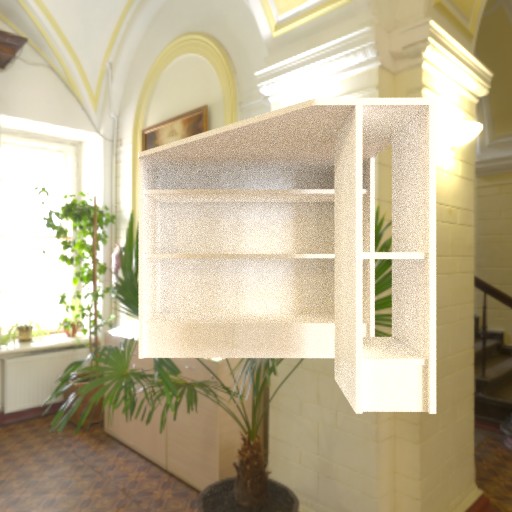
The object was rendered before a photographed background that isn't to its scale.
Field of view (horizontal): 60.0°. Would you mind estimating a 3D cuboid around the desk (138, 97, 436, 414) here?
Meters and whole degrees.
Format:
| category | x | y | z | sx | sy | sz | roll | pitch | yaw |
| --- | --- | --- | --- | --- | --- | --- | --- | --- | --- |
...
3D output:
| category | x | y | z | sx | sy | sz | roll | pitch | yaw |
| --- | --- | --- | --- | --- | --- | --- | --- | --- | --- |
| desk | 0.000 | 0.000 | 1.613 | 0.940 | 0.818 | 0.926 | 0 | 0 | 1 |
